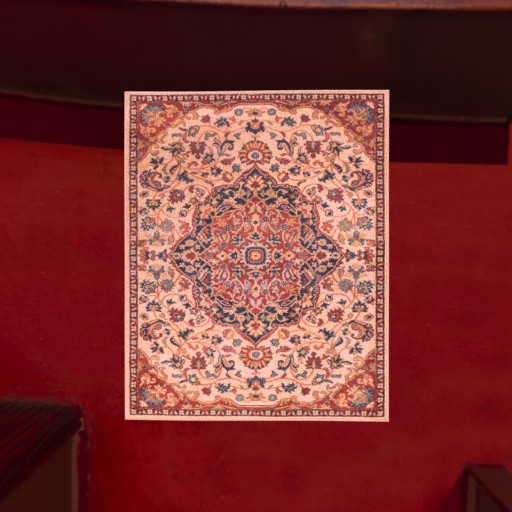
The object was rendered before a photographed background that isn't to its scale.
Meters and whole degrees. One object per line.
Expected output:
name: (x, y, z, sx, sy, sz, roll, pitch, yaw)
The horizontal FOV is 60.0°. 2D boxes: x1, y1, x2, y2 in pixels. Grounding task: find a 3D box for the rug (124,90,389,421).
rug: (0.000, 0.000, 4.116, 2.454, 0.005, 3.067, 0, 90, 1)
